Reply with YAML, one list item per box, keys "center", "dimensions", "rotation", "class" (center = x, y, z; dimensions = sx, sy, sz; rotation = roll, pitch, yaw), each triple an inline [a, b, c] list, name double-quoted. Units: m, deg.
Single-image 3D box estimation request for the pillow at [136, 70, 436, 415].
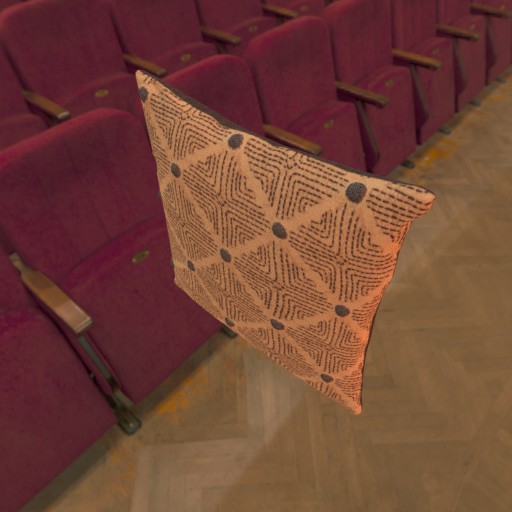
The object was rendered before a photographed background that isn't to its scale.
- center: [0.000, 0.000, 0.766]
  dimensions: [0.510, 0.510, 0.145]
  rotation: [31, 53, 28]
  class: "pillow"
